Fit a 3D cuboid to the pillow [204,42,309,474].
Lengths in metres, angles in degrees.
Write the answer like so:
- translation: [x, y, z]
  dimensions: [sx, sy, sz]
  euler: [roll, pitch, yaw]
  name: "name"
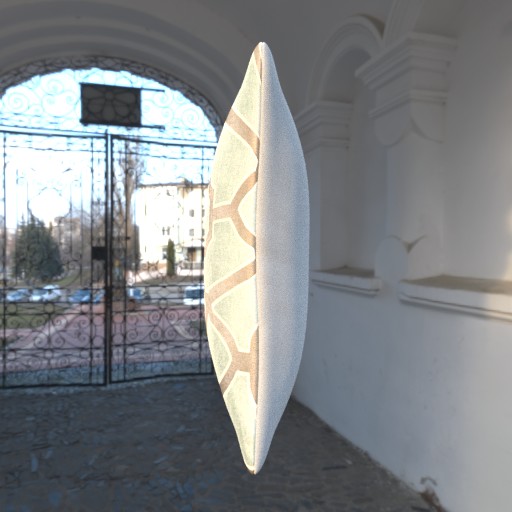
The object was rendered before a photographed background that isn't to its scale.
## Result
- translation: [0.000, 0.000, 0.791]
  dimensions: [0.166, 0.508, 0.552]
  euler: [0, 1, -1]
  name: "pillow"
